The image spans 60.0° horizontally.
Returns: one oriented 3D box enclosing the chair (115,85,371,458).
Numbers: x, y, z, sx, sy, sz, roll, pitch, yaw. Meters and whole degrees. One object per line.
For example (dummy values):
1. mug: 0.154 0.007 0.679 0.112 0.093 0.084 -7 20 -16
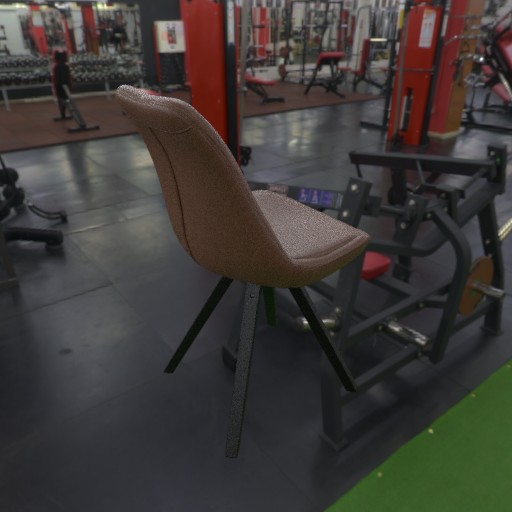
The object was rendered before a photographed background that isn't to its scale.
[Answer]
1. chair: 0.000 0.000 1.159 0.550 0.850 0.475 -18 32 -30
